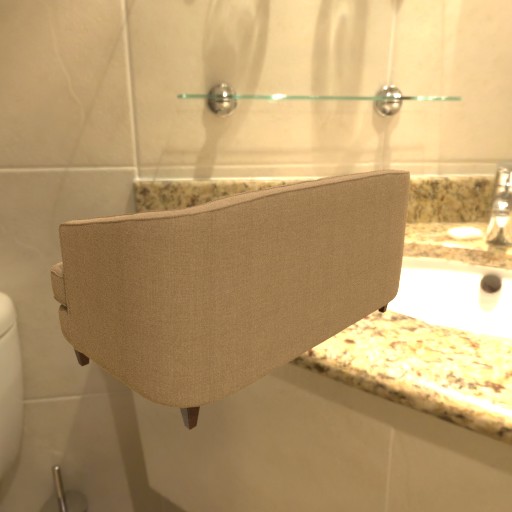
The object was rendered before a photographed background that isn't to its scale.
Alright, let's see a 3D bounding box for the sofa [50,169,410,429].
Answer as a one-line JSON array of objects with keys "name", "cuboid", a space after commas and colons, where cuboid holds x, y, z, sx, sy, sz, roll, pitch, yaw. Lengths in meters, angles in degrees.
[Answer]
[{"name": "sofa", "cuboid": [0.000, 0.000, 2.246, 0.941, 0.855, 1.733, 17, 24, 42]}]
